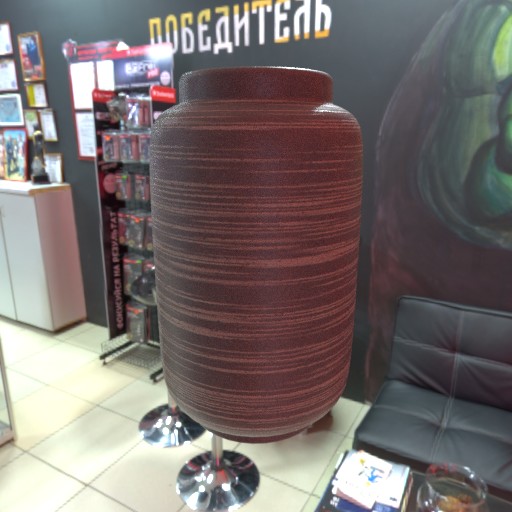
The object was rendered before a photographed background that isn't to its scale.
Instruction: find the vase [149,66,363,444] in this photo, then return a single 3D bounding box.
[{"bbox_3d":[0.000,0.000,0.661,0.297,0.499,0.297,0,16,0],"label":"vase"}]
